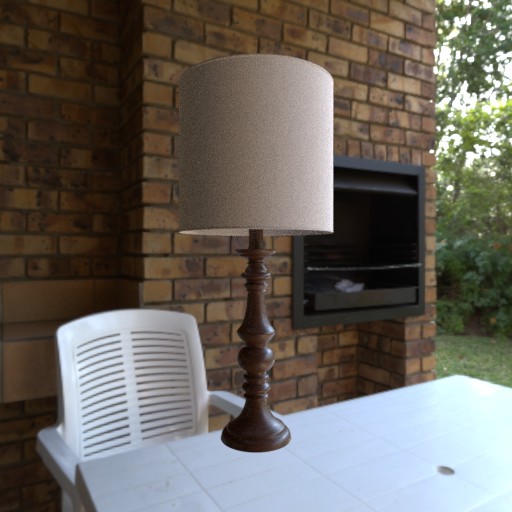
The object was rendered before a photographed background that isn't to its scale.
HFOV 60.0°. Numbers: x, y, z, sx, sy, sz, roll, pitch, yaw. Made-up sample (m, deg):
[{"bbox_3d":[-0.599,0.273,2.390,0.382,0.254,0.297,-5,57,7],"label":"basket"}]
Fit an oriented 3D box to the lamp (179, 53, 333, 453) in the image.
[{"bbox_3d":[0.000,0.000,0.729,0.250,0.597,0.250,0,1,-36],"label":"lamp"}]
